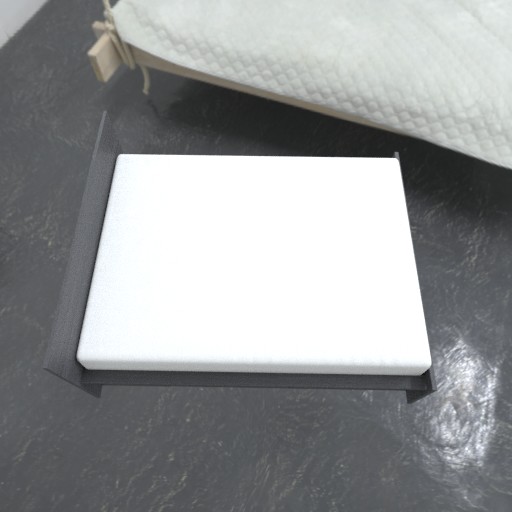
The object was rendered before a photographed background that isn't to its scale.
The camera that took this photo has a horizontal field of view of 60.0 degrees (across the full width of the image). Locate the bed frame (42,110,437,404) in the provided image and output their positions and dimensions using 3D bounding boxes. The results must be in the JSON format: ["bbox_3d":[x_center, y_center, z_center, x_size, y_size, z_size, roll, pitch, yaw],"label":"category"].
[{"bbox_3d":[0.000,0.000,2.779,1.960,0.800,1.622,1,63,0],"label":"bed frame"}]
